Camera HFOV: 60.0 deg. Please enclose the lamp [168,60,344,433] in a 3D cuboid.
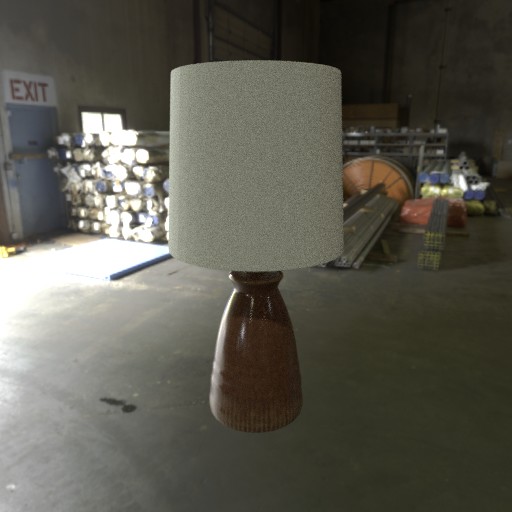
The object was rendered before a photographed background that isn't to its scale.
[{"bbox_3d":[0.000,0.000,0.483,0.186,0.369,0.186,0,15,0],"label":"lamp"}]
